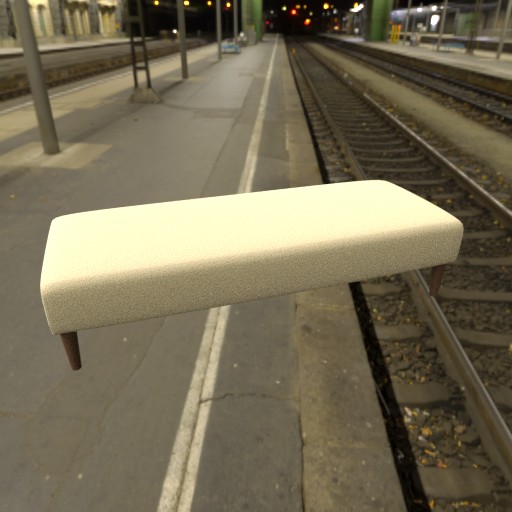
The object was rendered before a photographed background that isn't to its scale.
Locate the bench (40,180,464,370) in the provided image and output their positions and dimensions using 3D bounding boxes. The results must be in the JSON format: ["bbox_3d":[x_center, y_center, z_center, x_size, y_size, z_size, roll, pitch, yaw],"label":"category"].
[{"bbox_3d":[0.000,0.000,1.908,1.609,0.393,0.646,-9,29,-16],"label":"bench"}]
